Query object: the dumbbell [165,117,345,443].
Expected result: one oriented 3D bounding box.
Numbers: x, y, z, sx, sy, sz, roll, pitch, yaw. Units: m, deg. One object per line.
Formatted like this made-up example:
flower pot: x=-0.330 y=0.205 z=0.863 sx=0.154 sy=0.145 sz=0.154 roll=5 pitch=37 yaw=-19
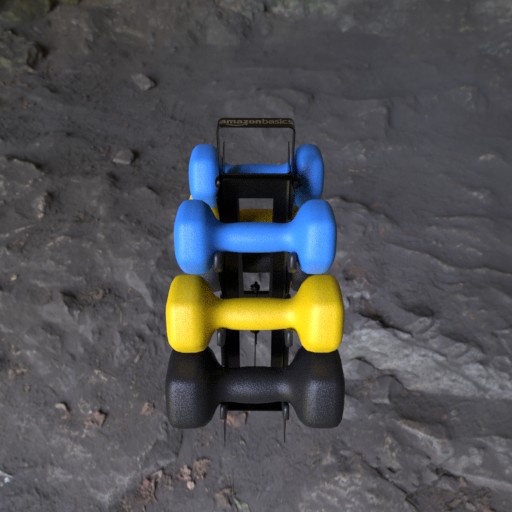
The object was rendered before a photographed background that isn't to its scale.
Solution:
dumbbell: x=0.000 y=0.000 z=0.669 sx=0.255 sy=0.426 sz=0.409 roll=0 pitch=41 yaw=0
